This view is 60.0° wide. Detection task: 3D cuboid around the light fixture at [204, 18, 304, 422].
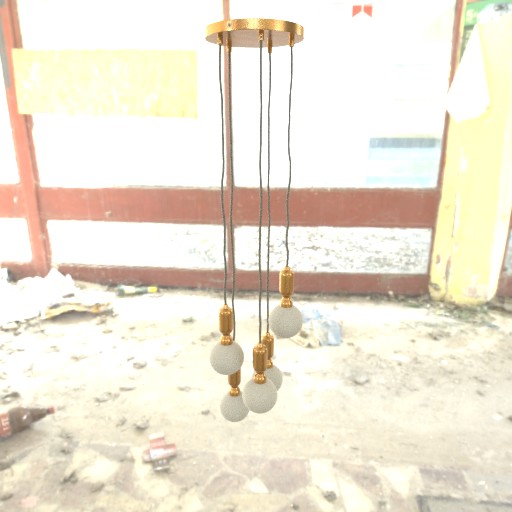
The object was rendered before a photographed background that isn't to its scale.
[{"bbox_3d":[0.000,0.000,0.494,0.108,0.457,0.105,8,18,25],"label":"light fixture"}]
